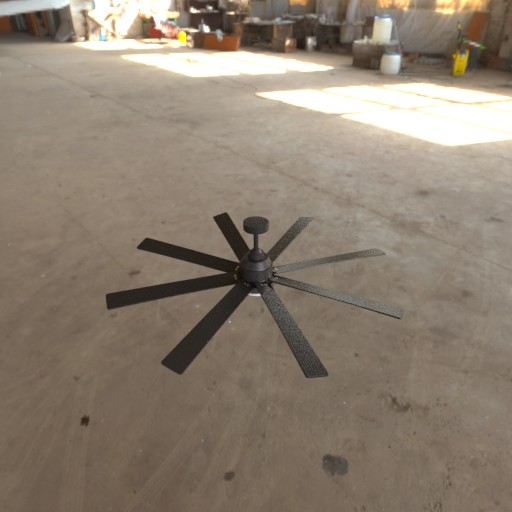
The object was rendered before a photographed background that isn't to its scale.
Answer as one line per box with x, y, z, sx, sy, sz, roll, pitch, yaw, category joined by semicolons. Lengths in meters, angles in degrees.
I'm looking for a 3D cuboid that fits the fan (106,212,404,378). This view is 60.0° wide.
0.000;0.000;2.748;1.830;0.472;1.830;-10;32;-16;fan
